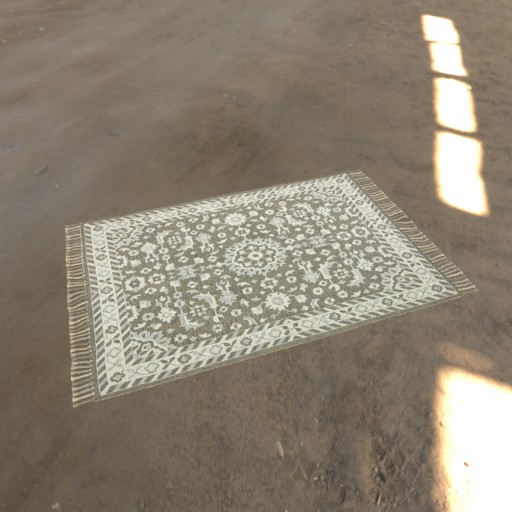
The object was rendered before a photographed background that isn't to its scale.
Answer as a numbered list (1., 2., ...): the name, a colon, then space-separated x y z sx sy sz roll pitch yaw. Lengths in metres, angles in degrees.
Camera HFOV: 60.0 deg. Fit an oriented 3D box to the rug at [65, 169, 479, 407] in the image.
1. rug: 0.000 0.000 2.990 2.431 0.025 1.530 -13 44 -14
